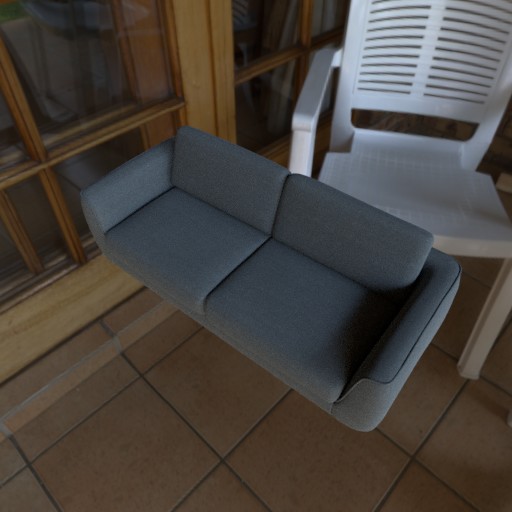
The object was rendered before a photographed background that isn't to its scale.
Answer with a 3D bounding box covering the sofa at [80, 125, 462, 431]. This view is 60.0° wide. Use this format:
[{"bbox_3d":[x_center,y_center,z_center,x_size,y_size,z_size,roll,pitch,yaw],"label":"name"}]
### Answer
[{"bbox_3d":[0.000,0.000,2.492,2.000,0.850,0.920,29,53,26],"label":"sofa"}]
